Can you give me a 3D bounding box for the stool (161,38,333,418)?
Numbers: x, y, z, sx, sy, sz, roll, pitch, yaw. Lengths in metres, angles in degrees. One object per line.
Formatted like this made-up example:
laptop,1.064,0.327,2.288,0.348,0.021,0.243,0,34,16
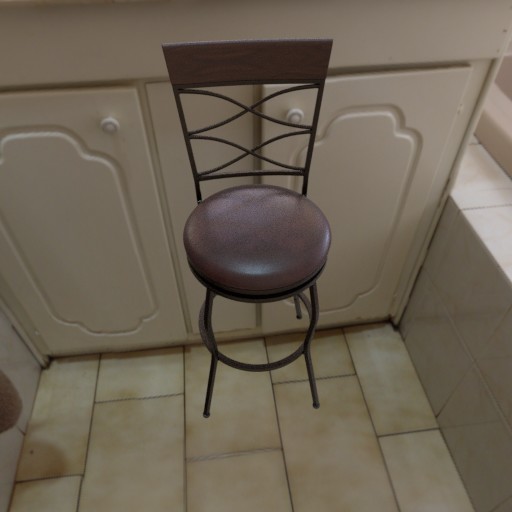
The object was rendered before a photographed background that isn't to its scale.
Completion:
stool,0.000,0.000,1.396,0.448,1.130,0.513,-4,46,-3
